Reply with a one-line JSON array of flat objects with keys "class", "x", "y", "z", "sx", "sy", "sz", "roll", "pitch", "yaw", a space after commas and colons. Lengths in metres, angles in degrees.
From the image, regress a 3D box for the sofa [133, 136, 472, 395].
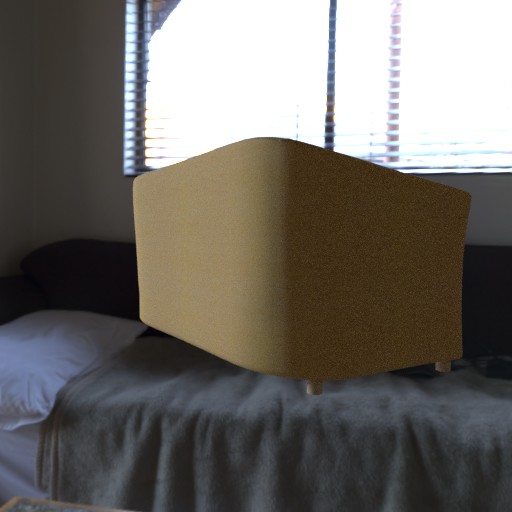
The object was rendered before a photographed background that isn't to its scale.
[{"class": "sofa", "x": 0.000, "y": 0.000, "z": 1.827, "sx": 0.705, "sy": 0.721, "sz": 1.452, "roll": -1, "pitch": 3, "yaw": -34}]
